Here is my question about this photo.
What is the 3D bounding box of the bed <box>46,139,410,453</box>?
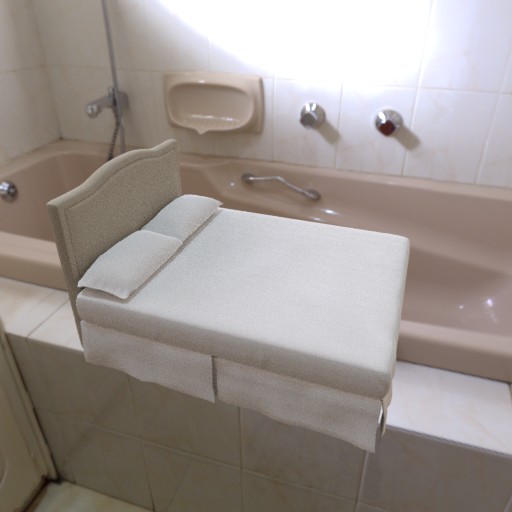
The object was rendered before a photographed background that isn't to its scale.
[{"bbox_3d":[0.000,0.000,3.673,2.477,1.437,1.977,11,32,17],"label":"bed"}]
